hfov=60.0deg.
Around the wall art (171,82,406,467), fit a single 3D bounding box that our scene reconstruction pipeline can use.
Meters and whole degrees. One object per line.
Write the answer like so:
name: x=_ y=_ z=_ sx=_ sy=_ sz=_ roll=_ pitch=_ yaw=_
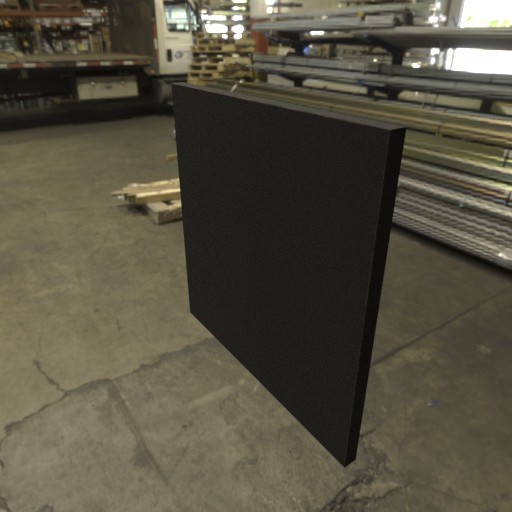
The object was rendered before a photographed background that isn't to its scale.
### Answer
wall art: x=0.000 y=0.000 z=1.129 sx=0.038 sy=0.762 sz=0.762 roll=-18 pitch=32 yaw=-31
